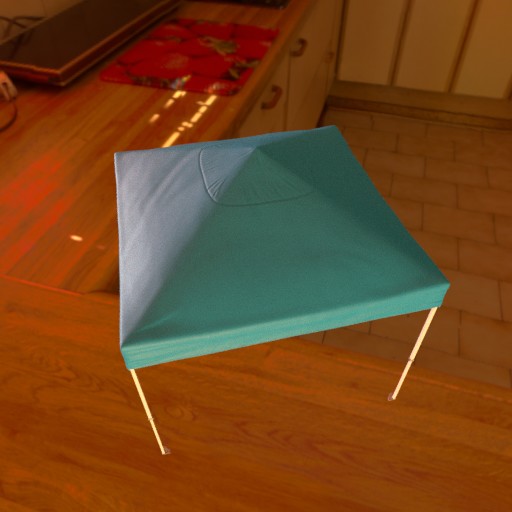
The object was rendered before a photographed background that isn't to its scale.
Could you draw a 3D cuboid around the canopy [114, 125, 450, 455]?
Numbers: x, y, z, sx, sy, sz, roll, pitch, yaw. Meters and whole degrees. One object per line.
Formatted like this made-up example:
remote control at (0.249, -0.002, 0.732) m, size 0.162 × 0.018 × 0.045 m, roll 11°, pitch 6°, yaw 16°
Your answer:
canopy at (0.000, 0.000, 5.368) m, size 2.998 × 2.997 × 2.996 m, roll -10°, pitch 46°, yaw -9°
